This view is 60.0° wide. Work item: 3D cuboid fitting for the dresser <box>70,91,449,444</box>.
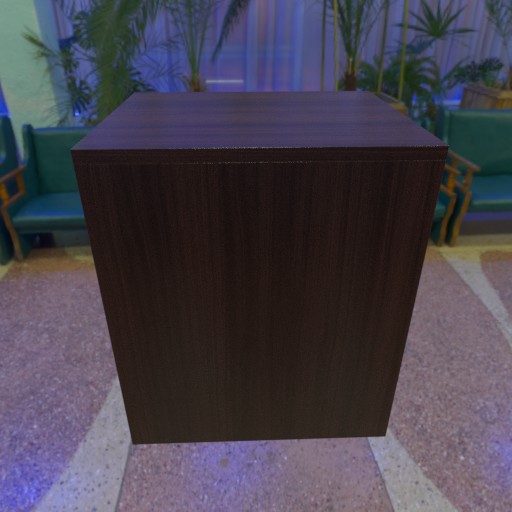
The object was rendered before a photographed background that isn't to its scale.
[{"bbox_3d":[0.000,0.000,0.740,0.400,0.470,0.360,-1,30,-2],"label":"dresser"}]
